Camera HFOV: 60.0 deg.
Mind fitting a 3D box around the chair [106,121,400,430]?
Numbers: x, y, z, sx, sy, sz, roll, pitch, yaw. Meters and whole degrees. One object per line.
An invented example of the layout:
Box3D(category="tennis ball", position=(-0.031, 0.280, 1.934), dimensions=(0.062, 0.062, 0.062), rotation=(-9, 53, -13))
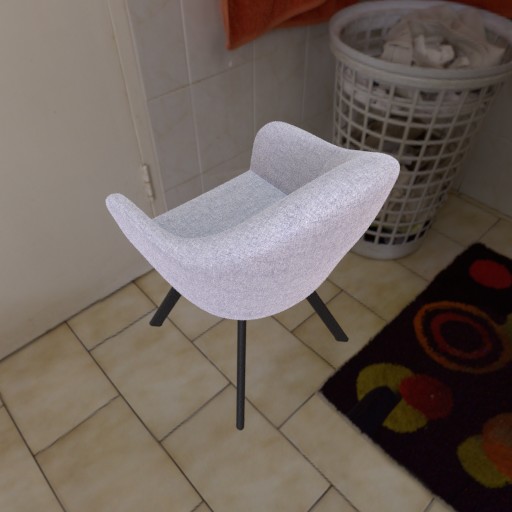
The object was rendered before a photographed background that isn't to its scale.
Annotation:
Box3D(category="chair", position=(0.000, 0.000, 1.158), dimensions=(0.540, 0.780, 0.570), rotation=(-32, 54, -27))
